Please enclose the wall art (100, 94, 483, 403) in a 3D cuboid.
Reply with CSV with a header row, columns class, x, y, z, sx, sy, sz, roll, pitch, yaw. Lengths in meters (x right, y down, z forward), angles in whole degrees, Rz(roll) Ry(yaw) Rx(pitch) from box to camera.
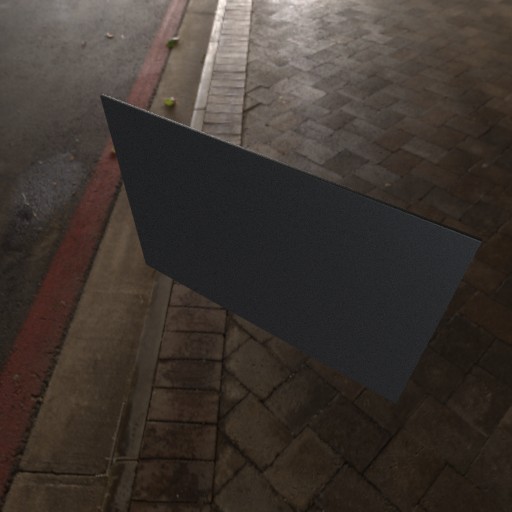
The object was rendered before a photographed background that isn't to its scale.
class,x,y,z,sx,sy,sz,roll,pitch,yaw
wall art,0.000,0.000,1.493,1.192,0.811,0.013,26,52,22
